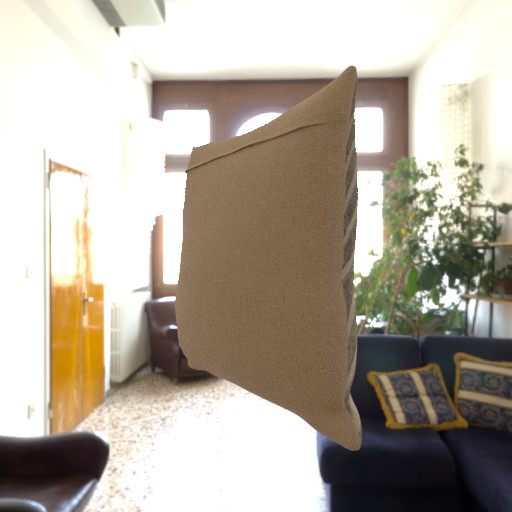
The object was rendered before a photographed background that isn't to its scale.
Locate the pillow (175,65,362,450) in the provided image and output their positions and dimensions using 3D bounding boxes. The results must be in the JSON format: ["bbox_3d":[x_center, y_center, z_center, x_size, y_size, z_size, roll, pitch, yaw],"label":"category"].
[{"bbox_3d":[0.000,0.000,0.683,0.182,0.441,0.440,0,0,-34],"label":"pillow"}]
